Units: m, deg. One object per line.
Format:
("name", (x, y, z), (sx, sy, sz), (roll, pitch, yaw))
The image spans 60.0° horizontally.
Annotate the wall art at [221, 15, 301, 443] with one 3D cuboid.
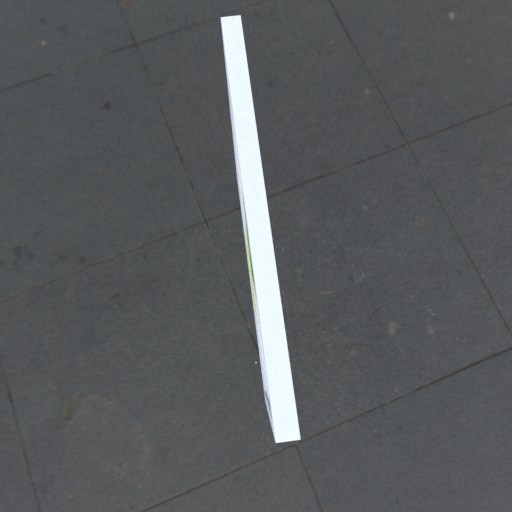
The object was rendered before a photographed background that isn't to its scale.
("wall art", (0.000, 0.000, 1.126), (0.038, 0.761, 0.763), (-7, 77, -2))
